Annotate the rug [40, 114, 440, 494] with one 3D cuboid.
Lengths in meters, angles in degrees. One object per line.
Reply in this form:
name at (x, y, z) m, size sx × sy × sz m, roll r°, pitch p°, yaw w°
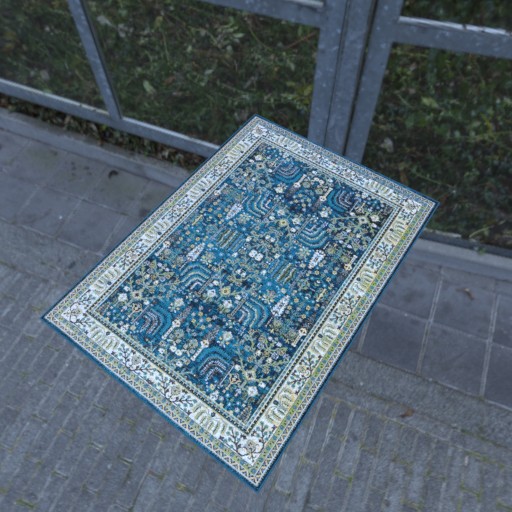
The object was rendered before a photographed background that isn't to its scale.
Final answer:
rug at (0.000, 0.000, 2.875) m, size 1.594 × 0.013 × 2.213 m, roll 31°, pitch 63°, yaw 18°
